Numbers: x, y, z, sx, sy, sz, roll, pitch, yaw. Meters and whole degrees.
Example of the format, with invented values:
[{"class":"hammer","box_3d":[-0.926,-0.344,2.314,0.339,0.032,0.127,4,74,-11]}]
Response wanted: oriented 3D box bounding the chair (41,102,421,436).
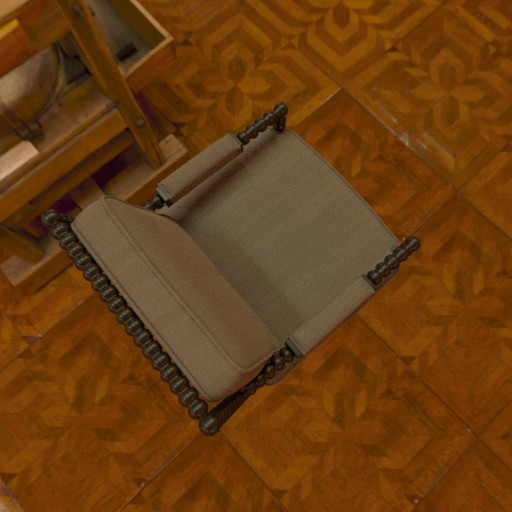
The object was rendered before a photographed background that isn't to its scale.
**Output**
[{"class":"chair","box_3d":[0.000,0.000,1.108,0.622,0.661,0.540,-39,78,-10]}]
